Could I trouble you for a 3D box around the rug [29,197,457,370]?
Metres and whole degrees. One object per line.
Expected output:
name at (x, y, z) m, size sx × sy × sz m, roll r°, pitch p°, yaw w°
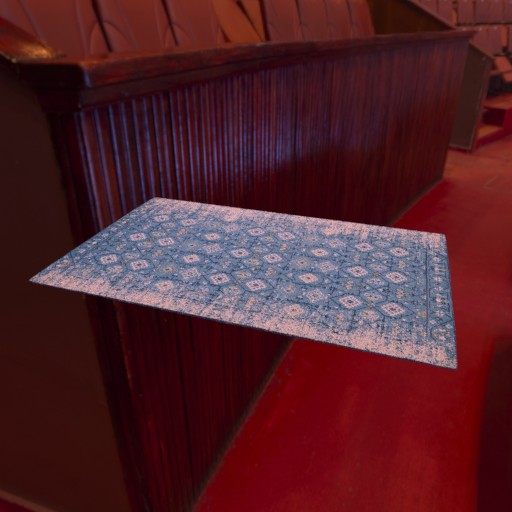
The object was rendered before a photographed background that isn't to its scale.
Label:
rug at (0.000, 0.000, 2.183) m, size 1.795 × 0.008 × 1.102 m, roll 9°, pitch 30°, yaw 16°
